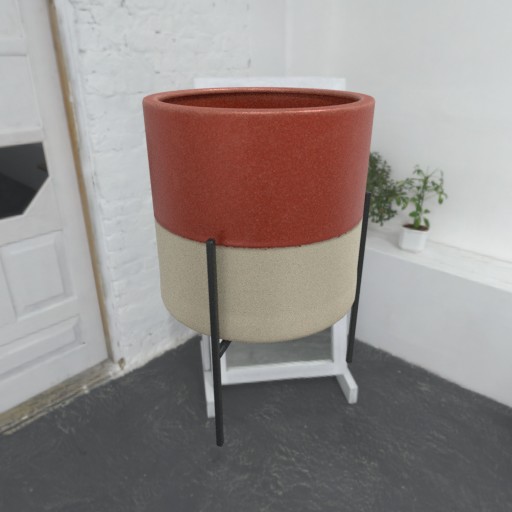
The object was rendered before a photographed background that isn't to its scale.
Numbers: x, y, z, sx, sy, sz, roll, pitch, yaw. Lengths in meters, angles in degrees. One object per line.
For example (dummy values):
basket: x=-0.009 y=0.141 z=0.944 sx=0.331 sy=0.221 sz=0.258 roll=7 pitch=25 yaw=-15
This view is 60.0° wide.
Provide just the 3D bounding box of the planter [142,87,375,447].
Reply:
planter: x=0.000 y=0.000 z=0.521 sx=0.235 sy=0.354 sz=0.251 roll=9 pitch=27 yaw=18
